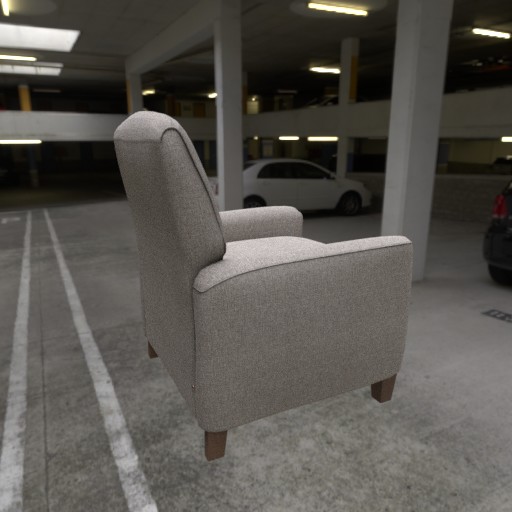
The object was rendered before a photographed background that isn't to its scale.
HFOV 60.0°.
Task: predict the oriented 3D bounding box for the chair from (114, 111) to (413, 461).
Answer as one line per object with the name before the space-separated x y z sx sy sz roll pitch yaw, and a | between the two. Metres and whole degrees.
chair | 0.000 0.000 1.663 0.864 1.014 0.848 -8 17 -26
